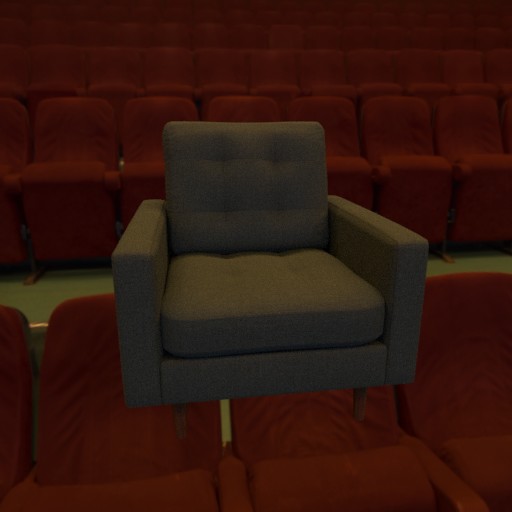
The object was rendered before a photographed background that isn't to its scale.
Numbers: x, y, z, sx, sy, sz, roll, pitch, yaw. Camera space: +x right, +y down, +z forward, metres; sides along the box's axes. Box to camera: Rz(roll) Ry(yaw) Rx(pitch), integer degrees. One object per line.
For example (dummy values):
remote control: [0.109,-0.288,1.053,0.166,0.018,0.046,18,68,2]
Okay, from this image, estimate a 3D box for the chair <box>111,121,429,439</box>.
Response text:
chair: [0.000,0.000,1.510,0.821,0.880,0.843,-2,17,-8]
